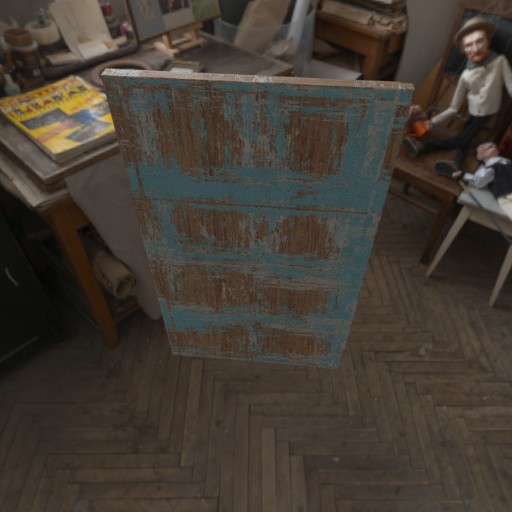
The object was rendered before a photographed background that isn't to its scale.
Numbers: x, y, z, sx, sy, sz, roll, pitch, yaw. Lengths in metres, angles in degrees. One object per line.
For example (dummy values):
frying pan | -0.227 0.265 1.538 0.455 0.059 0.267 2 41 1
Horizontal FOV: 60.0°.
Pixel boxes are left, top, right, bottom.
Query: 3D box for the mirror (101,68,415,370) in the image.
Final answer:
mirror | 0.000 0.000 1.459 0.707 1.213 0.083 4 47 4
